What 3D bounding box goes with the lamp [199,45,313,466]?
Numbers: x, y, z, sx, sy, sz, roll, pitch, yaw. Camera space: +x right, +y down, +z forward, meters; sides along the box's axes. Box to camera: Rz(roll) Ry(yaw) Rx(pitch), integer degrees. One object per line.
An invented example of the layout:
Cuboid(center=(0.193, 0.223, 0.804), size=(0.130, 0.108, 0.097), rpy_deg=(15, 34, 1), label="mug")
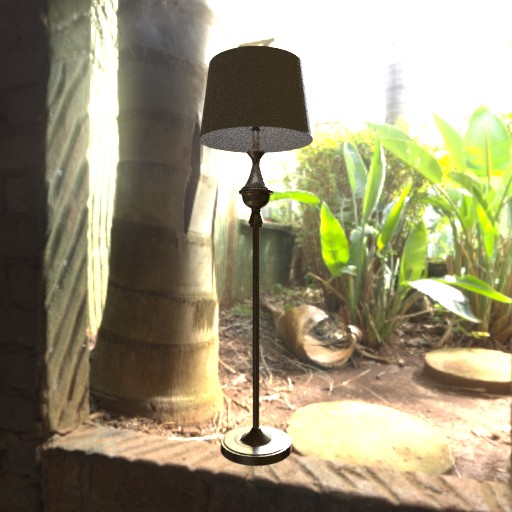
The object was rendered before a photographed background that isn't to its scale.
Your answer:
Cuboid(center=(0.000, 0.000, 1.694), size=(0.431, 1.488, 0.431), rpy_deg=(0, 1, 0), label="lamp")
